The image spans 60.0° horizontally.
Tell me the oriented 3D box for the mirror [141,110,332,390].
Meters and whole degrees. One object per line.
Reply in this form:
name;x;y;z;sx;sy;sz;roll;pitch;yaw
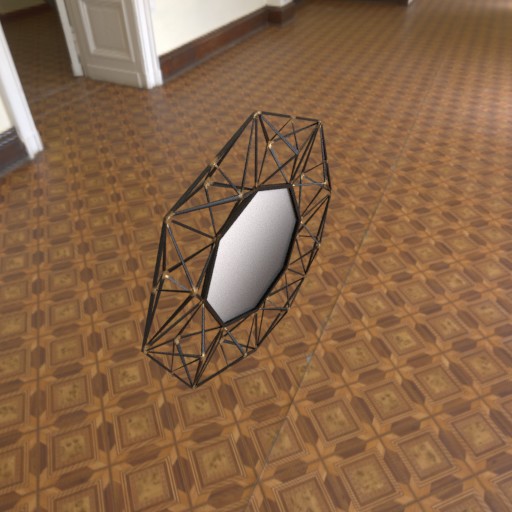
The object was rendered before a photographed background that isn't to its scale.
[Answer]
mirror;0.000;0.000;1.055;0.094;0.710;0.710;26;47;28
